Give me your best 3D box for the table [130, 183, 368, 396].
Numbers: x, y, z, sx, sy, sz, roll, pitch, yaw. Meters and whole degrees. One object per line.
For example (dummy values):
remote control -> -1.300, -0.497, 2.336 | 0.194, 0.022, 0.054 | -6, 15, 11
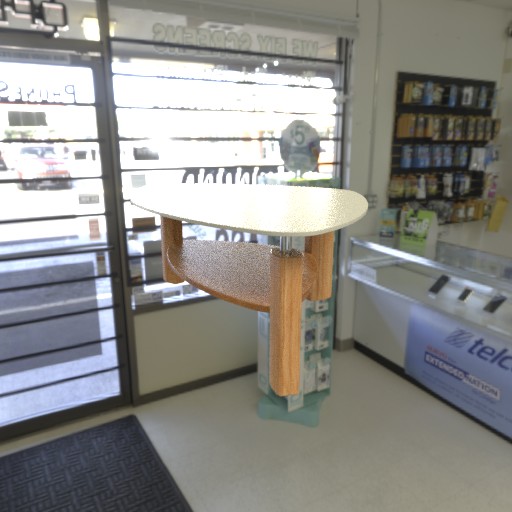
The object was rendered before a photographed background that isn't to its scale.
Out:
table -> 0.000, 0.000, 1.639 | 0.850, 0.440, 1.250 | -7, 16, -26
